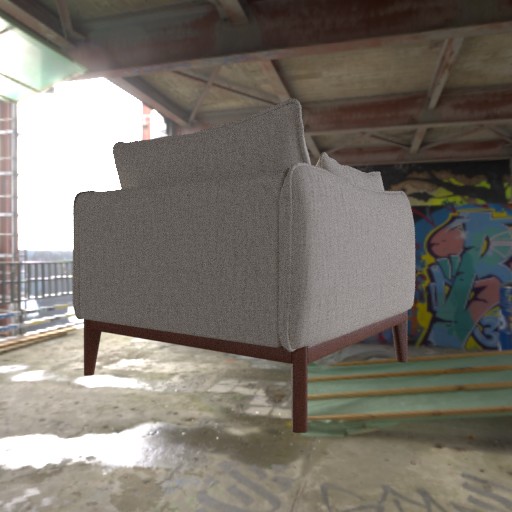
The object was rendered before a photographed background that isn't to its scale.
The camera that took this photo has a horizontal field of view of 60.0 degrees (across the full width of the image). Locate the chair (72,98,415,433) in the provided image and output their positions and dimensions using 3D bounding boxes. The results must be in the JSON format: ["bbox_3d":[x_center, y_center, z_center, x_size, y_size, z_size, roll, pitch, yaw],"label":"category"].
[{"bbox_3d":[0.000,0.000,1.706,0.994,0.855,0.991,0,1,35],"label":"chair"}]
